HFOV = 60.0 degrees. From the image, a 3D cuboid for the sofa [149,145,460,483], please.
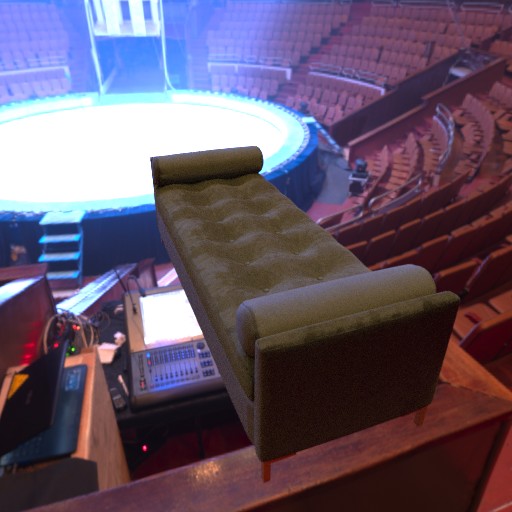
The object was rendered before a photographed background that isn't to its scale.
[{"bbox_3d":[0.000,0.000,2.434,0.796,0.705,2.102,-11,32,-18],"label":"sofa"}]
